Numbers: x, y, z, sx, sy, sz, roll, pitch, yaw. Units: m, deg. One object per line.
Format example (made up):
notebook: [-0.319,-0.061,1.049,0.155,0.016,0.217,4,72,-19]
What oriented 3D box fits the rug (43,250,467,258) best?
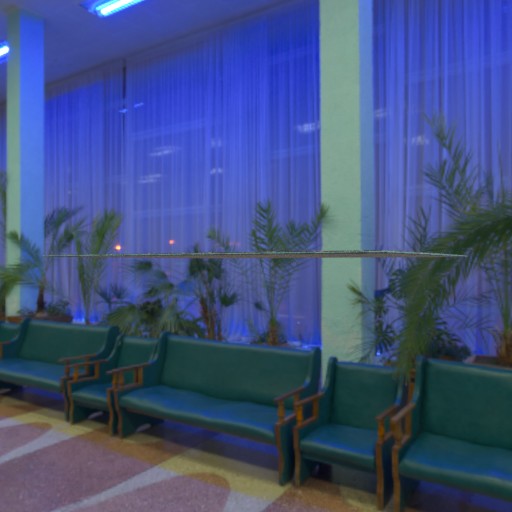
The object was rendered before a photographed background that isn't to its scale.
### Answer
rug: [0.000,0.000,2.822,2.207,0.014,1.567,0,-1,35]
